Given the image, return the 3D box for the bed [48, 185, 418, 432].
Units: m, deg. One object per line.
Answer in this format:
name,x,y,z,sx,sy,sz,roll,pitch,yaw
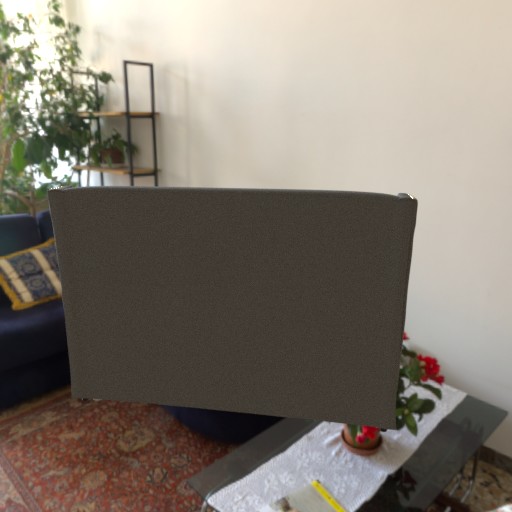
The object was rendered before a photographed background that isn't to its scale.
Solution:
bed,0.000,0.000,3.454,1.925,1.332,2.276,3,16,9
